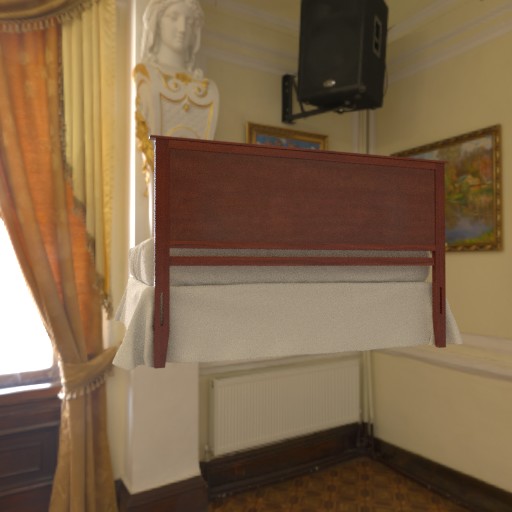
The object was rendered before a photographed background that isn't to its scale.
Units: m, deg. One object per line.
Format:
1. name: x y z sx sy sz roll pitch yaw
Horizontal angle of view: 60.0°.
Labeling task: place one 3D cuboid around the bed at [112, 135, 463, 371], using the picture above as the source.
1. bed: 0.000 0.000 3.742 2.314 1.271 2.219 0 -1 -18
